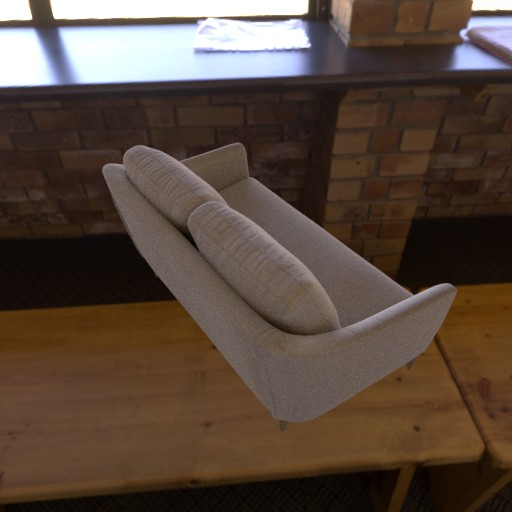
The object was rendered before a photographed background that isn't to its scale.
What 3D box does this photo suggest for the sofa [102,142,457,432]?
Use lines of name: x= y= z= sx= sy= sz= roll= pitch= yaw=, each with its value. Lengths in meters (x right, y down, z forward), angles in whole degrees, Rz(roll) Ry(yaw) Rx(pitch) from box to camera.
sofa: x=0.000 y=0.000 z=2.231 sx=0.960 sy=0.904 sz=1.619 roll=-26 pitch=48 yaw=-26
